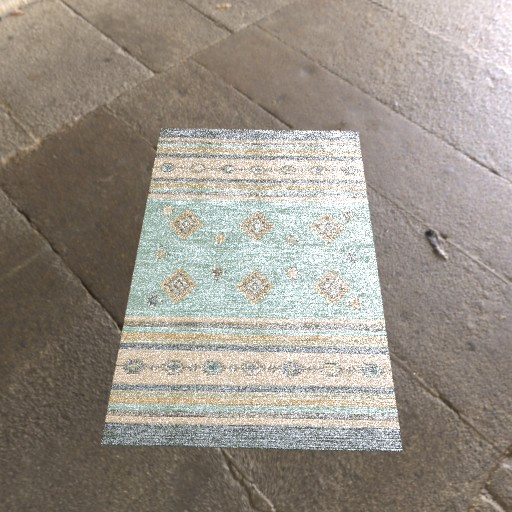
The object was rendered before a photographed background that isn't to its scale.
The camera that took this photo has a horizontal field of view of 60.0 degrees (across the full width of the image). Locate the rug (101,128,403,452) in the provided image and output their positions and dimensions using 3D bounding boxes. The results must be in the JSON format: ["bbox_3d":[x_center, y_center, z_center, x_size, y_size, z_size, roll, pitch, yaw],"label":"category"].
[{"bbox_3d":[0.000,0.000,2.252,1.212,0.010,1.811,1,59,1],"label":"rug"}]
